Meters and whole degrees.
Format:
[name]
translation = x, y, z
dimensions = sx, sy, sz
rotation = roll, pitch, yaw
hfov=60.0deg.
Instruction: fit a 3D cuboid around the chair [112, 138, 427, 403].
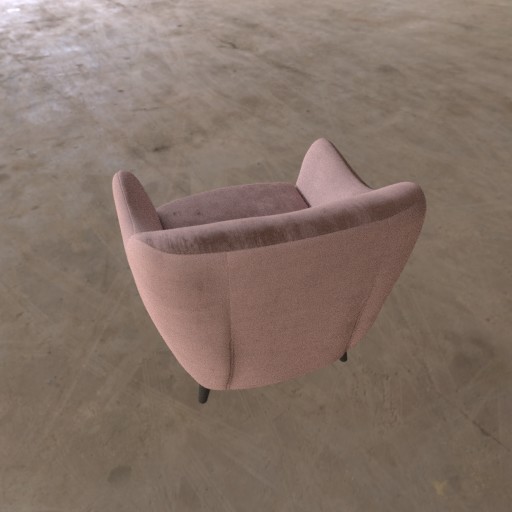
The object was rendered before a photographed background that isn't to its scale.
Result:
[chair]
translation = 0.000, 0.000, 1.521
dimensions = 0.840, 0.820, 0.820
rotation = -12, 43, -14
